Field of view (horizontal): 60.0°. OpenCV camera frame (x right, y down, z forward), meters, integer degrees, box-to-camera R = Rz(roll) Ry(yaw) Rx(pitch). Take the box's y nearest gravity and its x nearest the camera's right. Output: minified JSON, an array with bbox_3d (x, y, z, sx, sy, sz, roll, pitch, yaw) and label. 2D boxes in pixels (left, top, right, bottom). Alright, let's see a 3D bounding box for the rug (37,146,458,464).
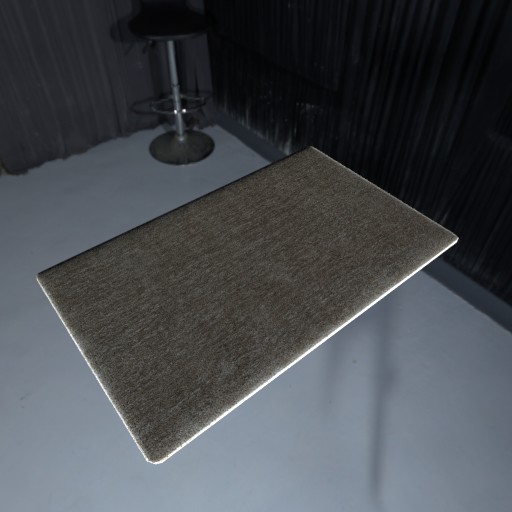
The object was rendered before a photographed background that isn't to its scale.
[{"bbox_3d":[0.000,0.000,3.005,2.469,0.024,1.539,-30,53,-26],"label":"rug"}]
